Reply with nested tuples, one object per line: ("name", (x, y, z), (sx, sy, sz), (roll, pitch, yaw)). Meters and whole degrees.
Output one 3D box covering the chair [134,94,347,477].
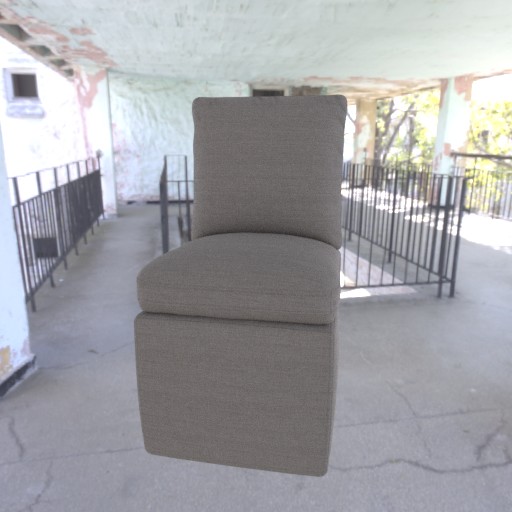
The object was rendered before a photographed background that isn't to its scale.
("chair", (0.000, 0.000, 1.305), (0.503, 0.927, 0.698), (3, 15, 10))
